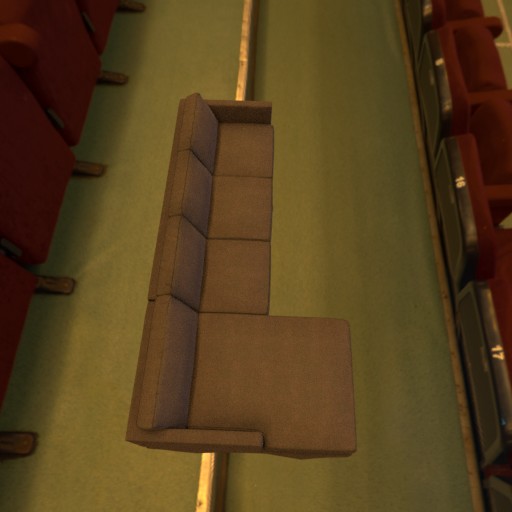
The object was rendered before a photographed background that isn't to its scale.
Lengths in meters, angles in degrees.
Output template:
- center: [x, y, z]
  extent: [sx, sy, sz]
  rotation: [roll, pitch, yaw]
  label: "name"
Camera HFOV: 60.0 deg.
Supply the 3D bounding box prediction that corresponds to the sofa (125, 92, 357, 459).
- center: [0.000, 0.000, 3.913]
  extent: [1.650, 0.922, 3.205]
  rotation: [2, 63, 1]
  label: "sofa"
